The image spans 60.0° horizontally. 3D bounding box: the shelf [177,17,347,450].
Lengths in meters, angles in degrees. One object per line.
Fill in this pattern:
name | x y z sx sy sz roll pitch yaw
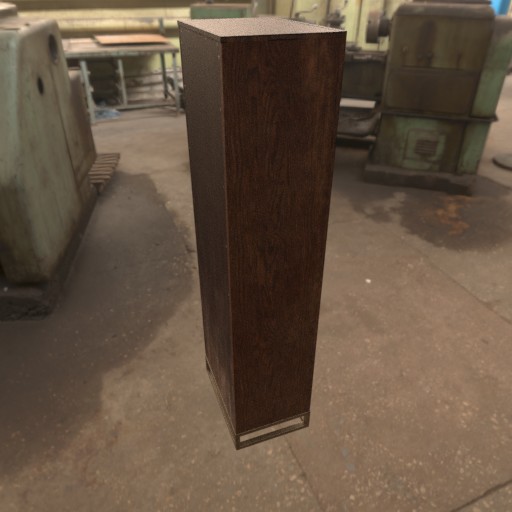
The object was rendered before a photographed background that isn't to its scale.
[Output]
shelf | 0.000 0.000 1.866 0.395 1.732 0.539 -11 34 -17
